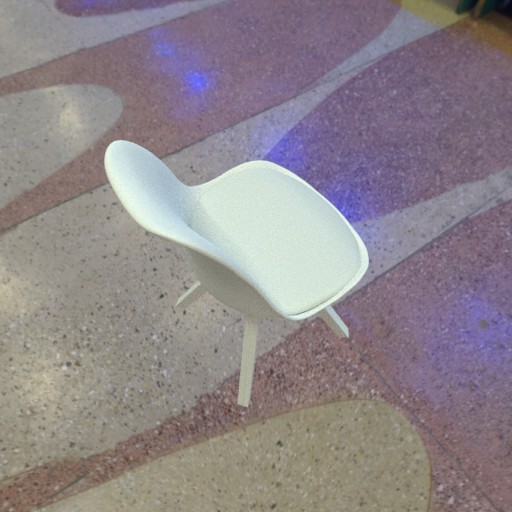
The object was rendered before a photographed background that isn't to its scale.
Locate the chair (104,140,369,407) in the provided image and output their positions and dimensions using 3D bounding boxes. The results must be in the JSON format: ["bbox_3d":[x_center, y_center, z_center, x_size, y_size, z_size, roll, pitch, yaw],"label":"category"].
[{"bbox_3d":[0.000,0.000,1.177,0.550,0.850,0.485,-30,62,-17],"label":"chair"}]
